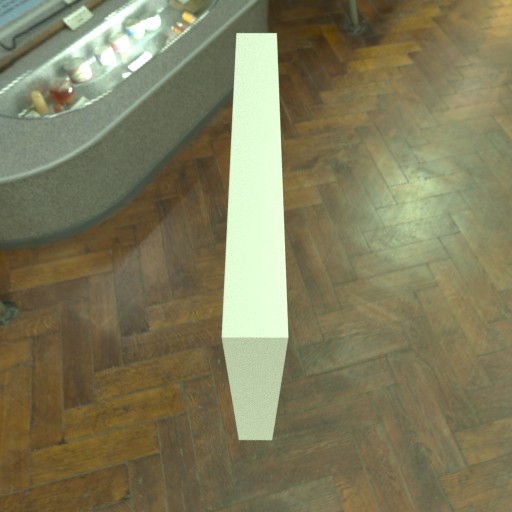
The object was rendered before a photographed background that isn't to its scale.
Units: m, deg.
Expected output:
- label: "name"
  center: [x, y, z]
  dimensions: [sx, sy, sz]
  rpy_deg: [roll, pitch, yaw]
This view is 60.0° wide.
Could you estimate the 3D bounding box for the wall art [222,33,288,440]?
- label: "wall art"
  center: [0.000, 0.000, 0.461]
  dimensions: [0.038, 0.302, 0.305]
  rpy_deg: [0, 57, 0]
